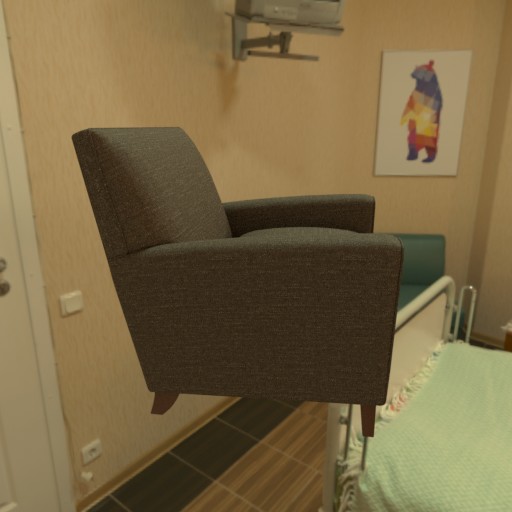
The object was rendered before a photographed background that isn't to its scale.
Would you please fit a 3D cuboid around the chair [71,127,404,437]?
[{"bbox_3d":[0.000,0.000,1.588,0.875,0.885,0.838,3,17,9],"label":"chair"}]
